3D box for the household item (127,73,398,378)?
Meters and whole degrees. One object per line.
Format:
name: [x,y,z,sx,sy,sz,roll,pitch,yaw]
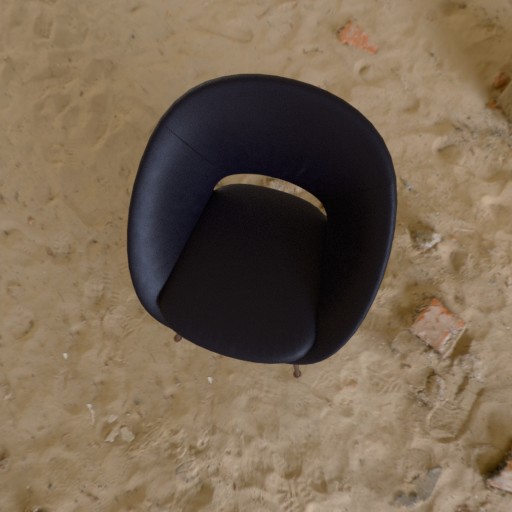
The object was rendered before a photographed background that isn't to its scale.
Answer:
household item: [0.000,0.000,1.245,0.623,0.852,0.573,16,76,4]
